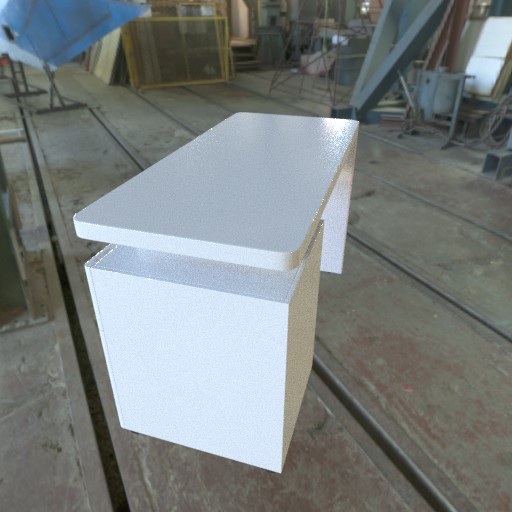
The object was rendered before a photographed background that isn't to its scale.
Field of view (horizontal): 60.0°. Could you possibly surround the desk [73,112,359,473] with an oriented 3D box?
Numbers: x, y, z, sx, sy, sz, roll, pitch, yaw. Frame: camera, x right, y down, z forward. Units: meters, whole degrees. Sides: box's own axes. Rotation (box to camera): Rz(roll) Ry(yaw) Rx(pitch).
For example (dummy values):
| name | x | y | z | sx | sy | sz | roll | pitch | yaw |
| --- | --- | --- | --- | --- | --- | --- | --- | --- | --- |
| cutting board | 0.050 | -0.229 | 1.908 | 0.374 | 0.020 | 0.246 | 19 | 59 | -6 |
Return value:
| name | x | y | z | sx | sy | sz | roll | pitch | yaw |
| --- | --- | --- | --- | --- | --- | --- | --- | --- | --- |
| desk | 0.000 | 0.000 | 1.642 | 0.550 | 0.760 | 1.200 | 9 | 31 | 15 |
